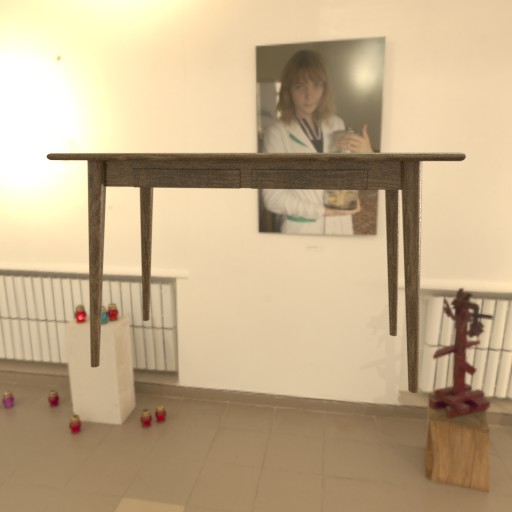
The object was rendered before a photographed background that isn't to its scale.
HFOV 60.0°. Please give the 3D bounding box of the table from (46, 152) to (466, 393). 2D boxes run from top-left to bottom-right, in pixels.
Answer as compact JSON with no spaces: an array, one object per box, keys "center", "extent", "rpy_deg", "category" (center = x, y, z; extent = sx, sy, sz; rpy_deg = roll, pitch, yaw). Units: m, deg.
[{"center":[0.000,0.000,1.728],"extent":[1.300,0.780,0.599],"rpy_deg":[2,13,9],"category":"table"}]
